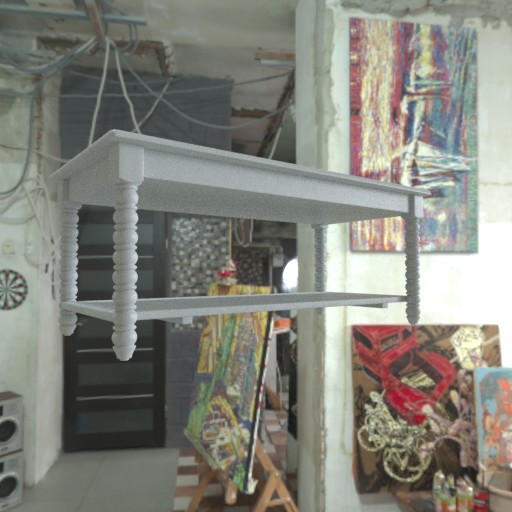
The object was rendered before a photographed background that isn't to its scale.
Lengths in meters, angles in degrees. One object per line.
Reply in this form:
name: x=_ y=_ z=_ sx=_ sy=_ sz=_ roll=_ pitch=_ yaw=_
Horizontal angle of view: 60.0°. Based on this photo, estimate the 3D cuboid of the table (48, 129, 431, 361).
table: x=0.000 y=0.000 z=1.477 sx=1.171 sy=0.487 sz=0.580 roll=2 pitch=-3 yaw=-37
